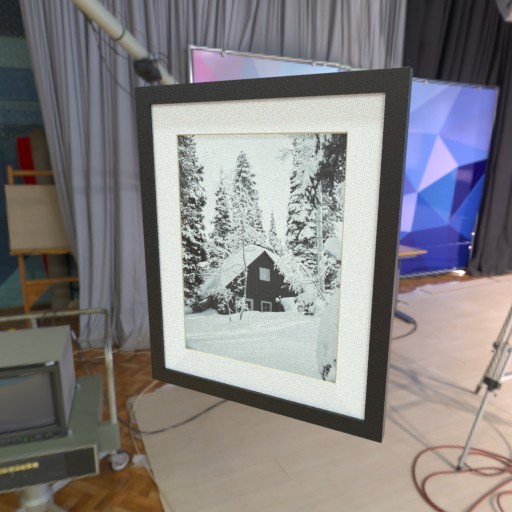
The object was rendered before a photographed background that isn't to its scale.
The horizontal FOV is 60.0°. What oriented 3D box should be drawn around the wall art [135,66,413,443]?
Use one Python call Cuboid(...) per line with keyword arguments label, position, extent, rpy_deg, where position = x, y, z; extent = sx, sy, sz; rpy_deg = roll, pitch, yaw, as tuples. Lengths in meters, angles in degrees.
Cuboid(label="wall art", position=(0.000, 0.000, 0.531), extent=(0.325, 0.397, 0.018), rpy_deg=(7, 15, 25))
